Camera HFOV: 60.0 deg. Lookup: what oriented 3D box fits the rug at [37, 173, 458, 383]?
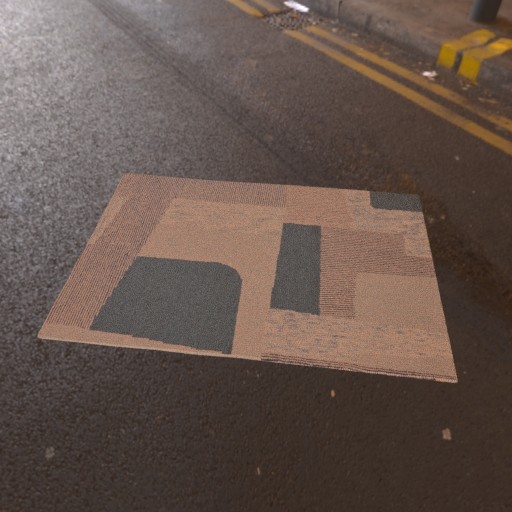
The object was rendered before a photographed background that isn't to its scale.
[{"bbox_3d":[0.000,0.000,2.346,1.847,0.020,1.238,5,47,5],"label":"rug"}]
